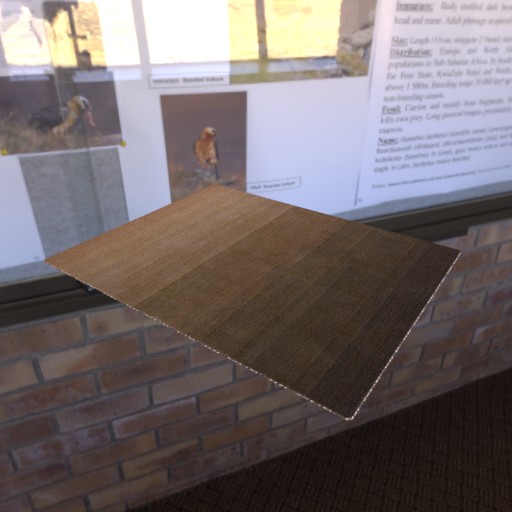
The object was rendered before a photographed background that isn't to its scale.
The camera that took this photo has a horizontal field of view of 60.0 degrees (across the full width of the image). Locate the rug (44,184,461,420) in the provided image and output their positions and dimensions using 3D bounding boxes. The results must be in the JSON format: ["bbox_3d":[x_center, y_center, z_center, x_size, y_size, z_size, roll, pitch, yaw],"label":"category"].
[{"bbox_3d":[0.000,0.000,3.903,2.902,0.017,2.305,20,35,31],"label":"rug"}]
